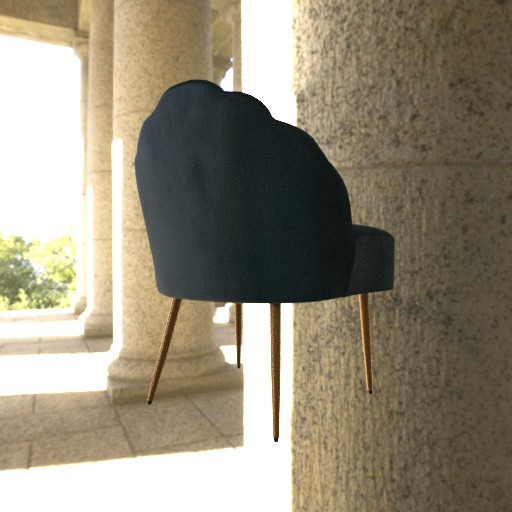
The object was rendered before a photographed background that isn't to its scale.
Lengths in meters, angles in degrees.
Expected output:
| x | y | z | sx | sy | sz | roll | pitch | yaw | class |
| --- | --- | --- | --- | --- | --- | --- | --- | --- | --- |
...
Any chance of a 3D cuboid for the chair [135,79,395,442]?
| x | y | z | sx | sy | sz | roll | pitch | yaw | class |
| --- | --- | --- | --- | --- | --- | --- | --- | --- | --- |
| 0.000 | 0.000 | 1.271 | 0.657 | 0.819 | 0.599 | 0 | 0 | 36 | chair |
